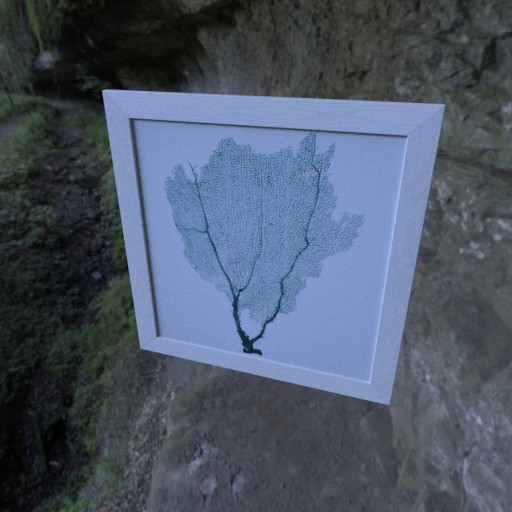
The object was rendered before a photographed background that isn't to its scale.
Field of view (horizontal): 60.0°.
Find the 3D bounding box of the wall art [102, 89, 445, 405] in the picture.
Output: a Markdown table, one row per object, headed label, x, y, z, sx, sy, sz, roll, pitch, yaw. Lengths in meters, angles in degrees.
| label | x | y | z | sx | sy | sz | roll | pitch | yaw |
| --- | --- | --- | --- | --- | --- | --- | --- | --- | --- |
| wall art | 0.000 | 0.000 | 0.846 | 0.572 | 0.577 | 0.015 | 8 | 28 | 16 |
